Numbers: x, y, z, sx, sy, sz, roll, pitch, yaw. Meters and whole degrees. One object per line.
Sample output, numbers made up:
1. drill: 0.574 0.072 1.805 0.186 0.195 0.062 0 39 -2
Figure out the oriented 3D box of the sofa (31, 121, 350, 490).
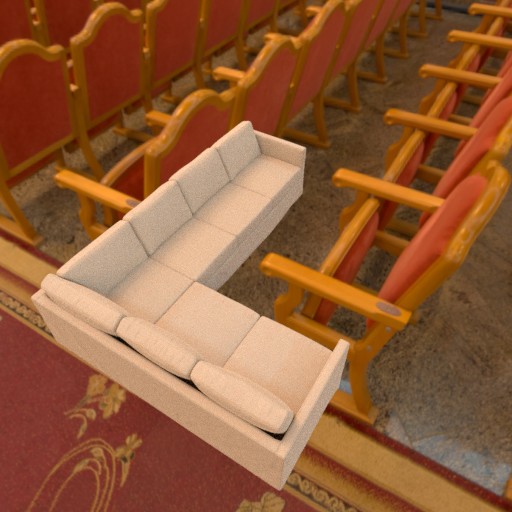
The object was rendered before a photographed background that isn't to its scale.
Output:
1. sofa: 0.000 0.000 4.300 2.432 0.871 3.182 24 51 21
